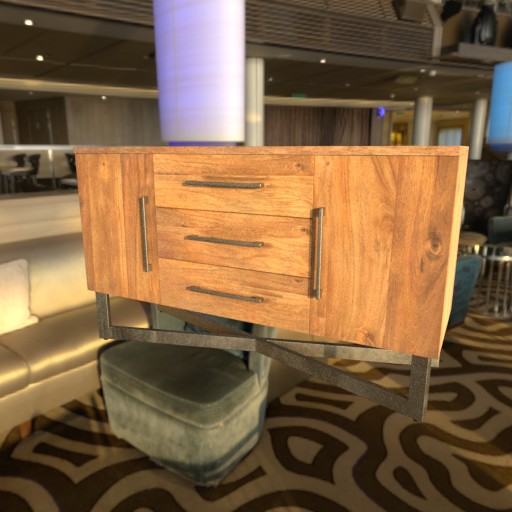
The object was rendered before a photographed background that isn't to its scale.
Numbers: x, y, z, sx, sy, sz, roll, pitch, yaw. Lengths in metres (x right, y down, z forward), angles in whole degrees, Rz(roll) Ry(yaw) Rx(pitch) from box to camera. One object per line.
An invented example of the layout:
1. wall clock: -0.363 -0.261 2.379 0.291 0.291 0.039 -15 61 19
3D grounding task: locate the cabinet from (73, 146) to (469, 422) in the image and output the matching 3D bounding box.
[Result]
1. cabinet: 0.000 0.000 1.694 1.373 0.812 0.480 7 15 27
